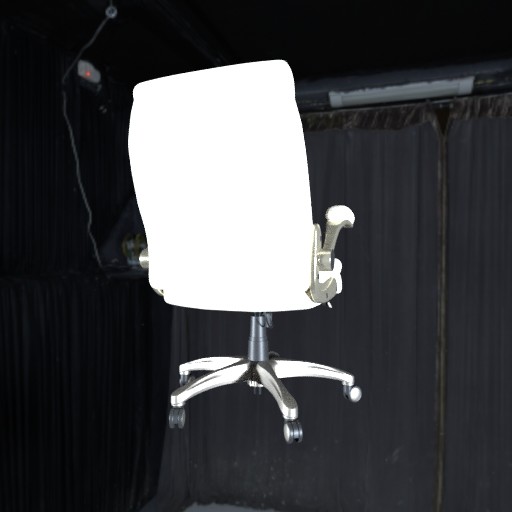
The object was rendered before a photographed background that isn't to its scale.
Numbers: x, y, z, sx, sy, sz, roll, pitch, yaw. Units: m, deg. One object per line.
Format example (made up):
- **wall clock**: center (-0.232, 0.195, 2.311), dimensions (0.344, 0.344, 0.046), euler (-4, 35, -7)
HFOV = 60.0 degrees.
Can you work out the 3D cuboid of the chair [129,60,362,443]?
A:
- **chair**: center (0.000, 0.000, 1.642), dimensions (0.740, 1.110, 0.794), euler (0, 0, 18)
